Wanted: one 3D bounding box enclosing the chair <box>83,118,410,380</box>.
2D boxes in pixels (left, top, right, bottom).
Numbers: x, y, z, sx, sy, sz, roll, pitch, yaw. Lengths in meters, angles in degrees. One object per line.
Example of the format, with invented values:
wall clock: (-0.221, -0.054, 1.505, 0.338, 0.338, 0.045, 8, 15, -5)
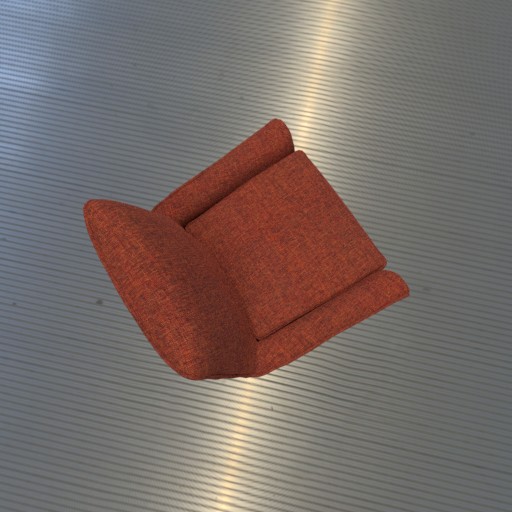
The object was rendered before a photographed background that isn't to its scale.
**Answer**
chair: (0.000, 0.000, 1.537, 0.784, 0.911, 0.803, -33, 78, -8)
